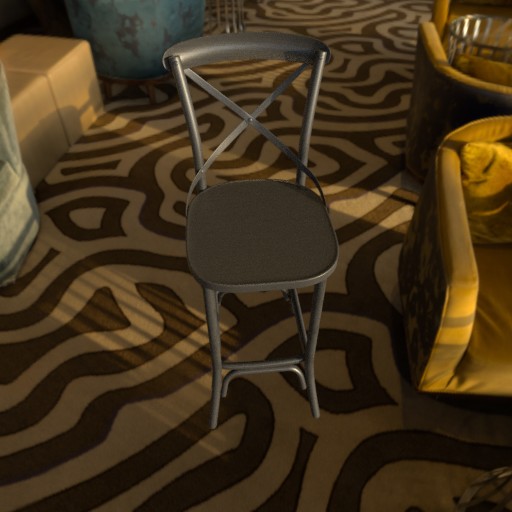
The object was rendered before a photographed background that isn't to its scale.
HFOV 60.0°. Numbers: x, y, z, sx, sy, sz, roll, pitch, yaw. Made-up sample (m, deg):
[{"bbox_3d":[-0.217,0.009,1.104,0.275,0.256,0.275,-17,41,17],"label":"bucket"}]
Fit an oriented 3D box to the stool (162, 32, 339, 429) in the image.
[{"bbox_3d":[0.000,0.000,1.427,0.457,1.168,0.584,-4,45,-4],"label":"stool"}]
